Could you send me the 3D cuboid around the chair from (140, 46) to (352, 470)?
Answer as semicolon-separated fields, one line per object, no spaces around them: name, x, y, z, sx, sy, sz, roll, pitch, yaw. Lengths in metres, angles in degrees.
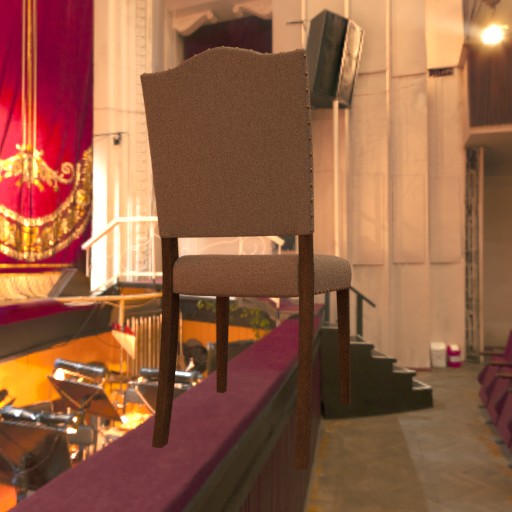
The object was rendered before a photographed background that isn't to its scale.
chair;0.000;0.000;1.352;0.508;1.020;0.620;0;-1;19
